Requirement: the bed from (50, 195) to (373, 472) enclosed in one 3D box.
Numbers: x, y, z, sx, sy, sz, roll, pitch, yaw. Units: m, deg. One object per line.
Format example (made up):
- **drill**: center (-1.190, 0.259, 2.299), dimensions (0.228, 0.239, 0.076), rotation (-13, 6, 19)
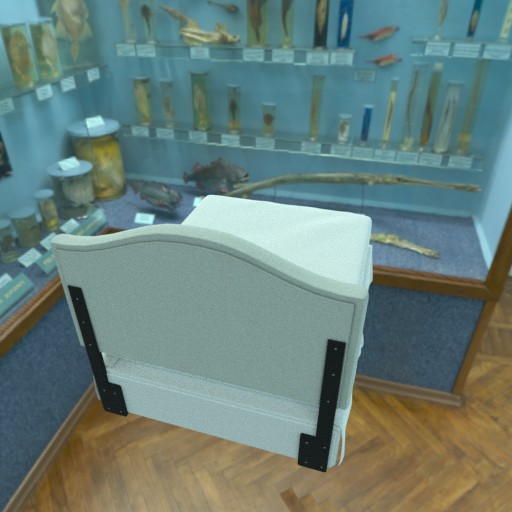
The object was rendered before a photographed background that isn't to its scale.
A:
- **bed**: center (0.000, 0.000, 3.418), dimensions (1.813, 1.607, 2.180), rotation (10, 35, 14)
